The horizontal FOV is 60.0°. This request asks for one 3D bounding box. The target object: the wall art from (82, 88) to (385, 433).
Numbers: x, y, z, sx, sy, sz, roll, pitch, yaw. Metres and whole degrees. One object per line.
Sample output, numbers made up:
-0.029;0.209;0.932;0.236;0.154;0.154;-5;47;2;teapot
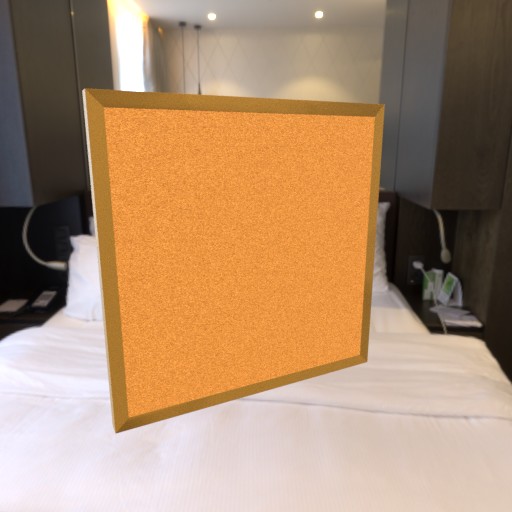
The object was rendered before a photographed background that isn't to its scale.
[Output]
0.000;0.000;1.133;0.762;0.762;0.038;-7;16;-27;wall art
